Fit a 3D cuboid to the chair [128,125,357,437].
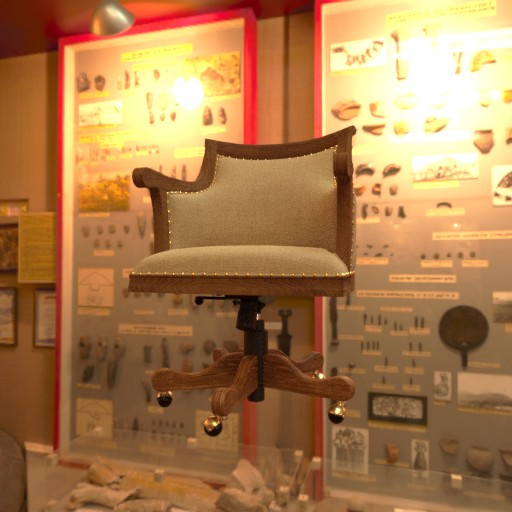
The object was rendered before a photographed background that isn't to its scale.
[{"bbox_3d":[0.000,0.000,1.468,0.656,0.965,0.689,0,-1,17],"label":"chair"}]
